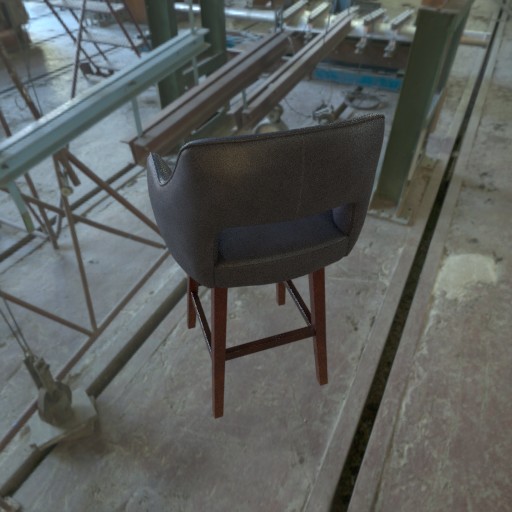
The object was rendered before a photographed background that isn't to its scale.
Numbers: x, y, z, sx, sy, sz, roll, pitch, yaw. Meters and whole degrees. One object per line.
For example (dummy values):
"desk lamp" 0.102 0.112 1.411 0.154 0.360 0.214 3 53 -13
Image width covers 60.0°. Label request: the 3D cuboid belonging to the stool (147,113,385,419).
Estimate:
"stool" 0.000 0.000 1.349 0.550 1.041 0.560 -13 42 -14
